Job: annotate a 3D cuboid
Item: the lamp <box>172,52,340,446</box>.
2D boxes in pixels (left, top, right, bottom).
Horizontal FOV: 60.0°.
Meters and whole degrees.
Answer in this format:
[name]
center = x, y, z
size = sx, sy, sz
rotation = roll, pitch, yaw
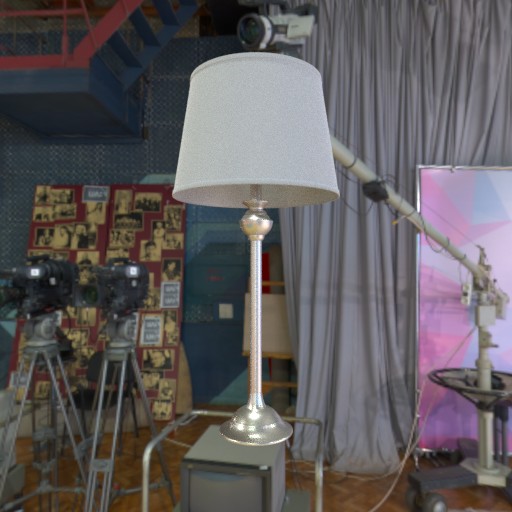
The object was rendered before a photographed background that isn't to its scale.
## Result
[lamp]
center = 0.000, 0.000, 0.889
size = 0.331, 0.698, 0.331
rotation = 0, -1, 0
